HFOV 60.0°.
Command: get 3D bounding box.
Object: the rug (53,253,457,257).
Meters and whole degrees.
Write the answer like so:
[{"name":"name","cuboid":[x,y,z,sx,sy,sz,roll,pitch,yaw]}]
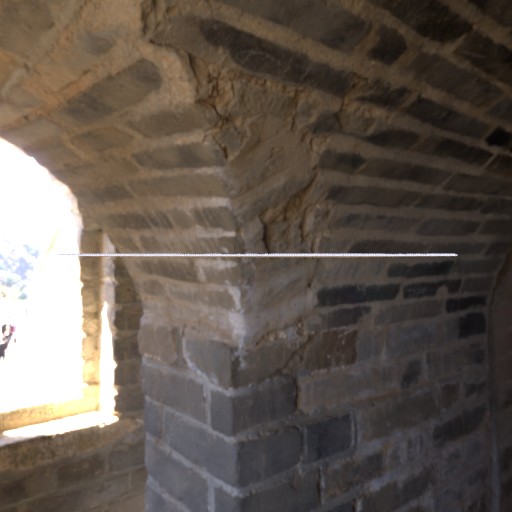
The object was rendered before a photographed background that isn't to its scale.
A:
[{"name":"rug","cuboid":[0.000,0.000,4.156,2.423,0.014,3.040,0,0,0]}]
